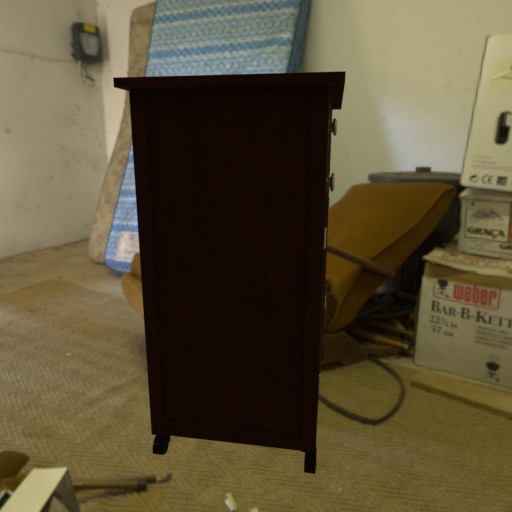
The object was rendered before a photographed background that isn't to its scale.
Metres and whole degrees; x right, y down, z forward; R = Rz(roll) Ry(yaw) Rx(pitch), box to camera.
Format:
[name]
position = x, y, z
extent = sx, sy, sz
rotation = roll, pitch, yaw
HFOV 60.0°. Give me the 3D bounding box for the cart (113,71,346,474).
[cart]
position = 0.000, 0.000, 1.253
extent = 0.442, 0.864, 0.683
rotation = 2, 14, 10
